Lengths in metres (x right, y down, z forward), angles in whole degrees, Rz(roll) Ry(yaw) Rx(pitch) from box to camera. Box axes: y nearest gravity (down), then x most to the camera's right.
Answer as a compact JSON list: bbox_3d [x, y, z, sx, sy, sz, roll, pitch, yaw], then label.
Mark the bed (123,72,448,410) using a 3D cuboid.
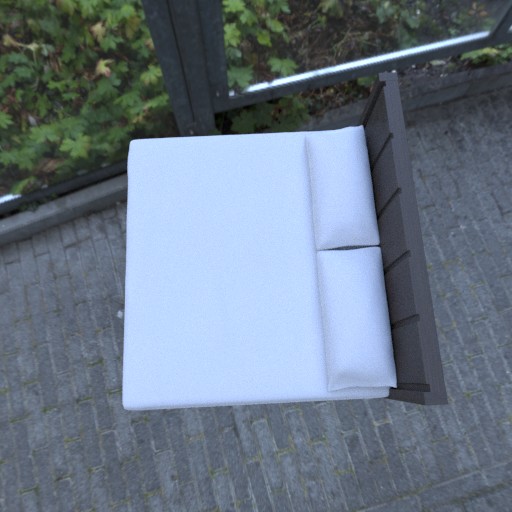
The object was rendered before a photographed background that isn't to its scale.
[{"bbox_3d":[0.000,0.000,3.315,2.012,1.270,2.134,-3,75,-1],"label":"bed"}]
